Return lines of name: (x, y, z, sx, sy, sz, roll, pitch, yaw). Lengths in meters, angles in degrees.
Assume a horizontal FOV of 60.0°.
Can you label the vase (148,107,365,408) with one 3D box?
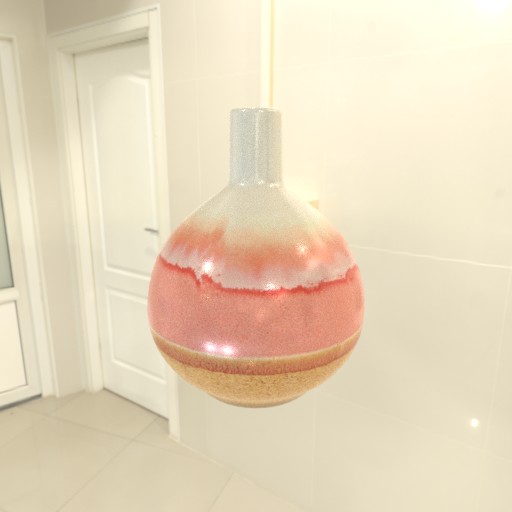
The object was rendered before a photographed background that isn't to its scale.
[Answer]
vase: (0.000, 0.000, 0.280, 0.137, 0.176, 0.137, 0, 14, 0)
